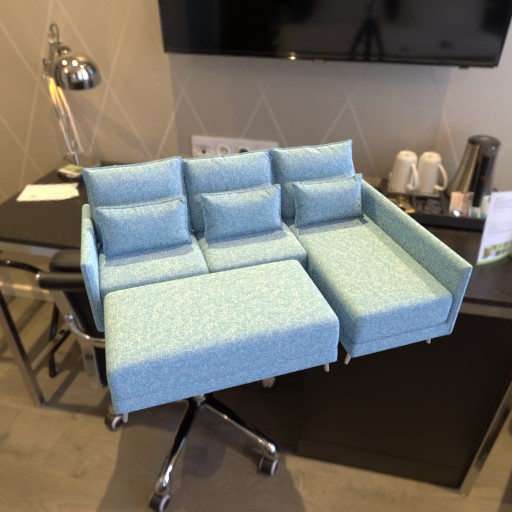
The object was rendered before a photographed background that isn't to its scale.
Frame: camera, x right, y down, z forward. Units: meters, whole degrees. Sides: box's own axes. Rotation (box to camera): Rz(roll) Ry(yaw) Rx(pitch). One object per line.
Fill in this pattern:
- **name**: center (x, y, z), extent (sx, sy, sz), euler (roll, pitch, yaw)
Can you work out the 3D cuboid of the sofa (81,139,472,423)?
- **sofa**: center (0.000, 0.000, 2.786), extent (2.034, 0.899, 1.420), euler (-10, 35, -14)
